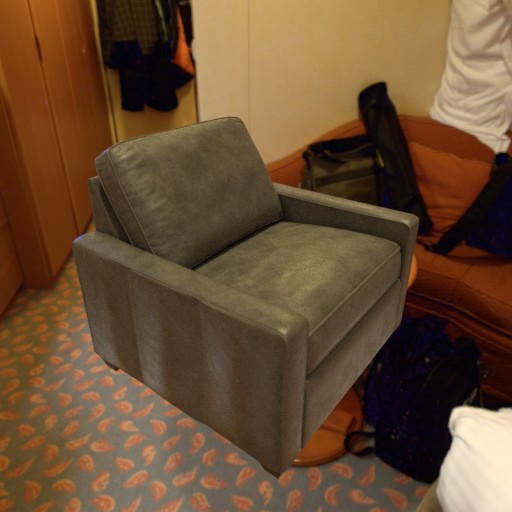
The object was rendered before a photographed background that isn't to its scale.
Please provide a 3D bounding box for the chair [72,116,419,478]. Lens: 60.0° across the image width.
[{"bbox_3d":[0.000,0.000,1.737,0.939,0.916,1.006,19,33,32],"label":"chair"}]
